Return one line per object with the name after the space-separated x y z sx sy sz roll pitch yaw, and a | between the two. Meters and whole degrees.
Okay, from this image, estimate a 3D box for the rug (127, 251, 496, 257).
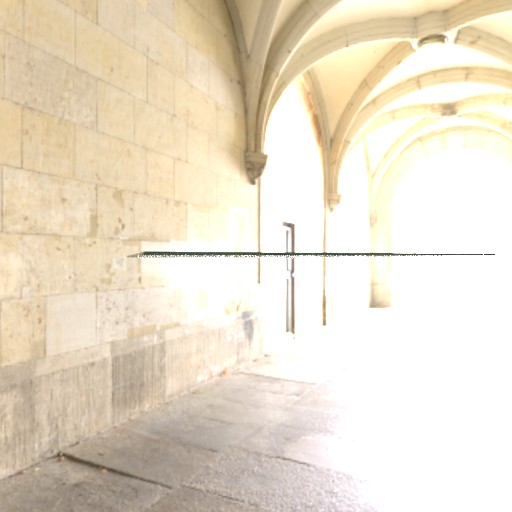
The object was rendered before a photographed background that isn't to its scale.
0.000 0.000 2.250 1.212 0.010 1.811 0 0 -18 | rug
